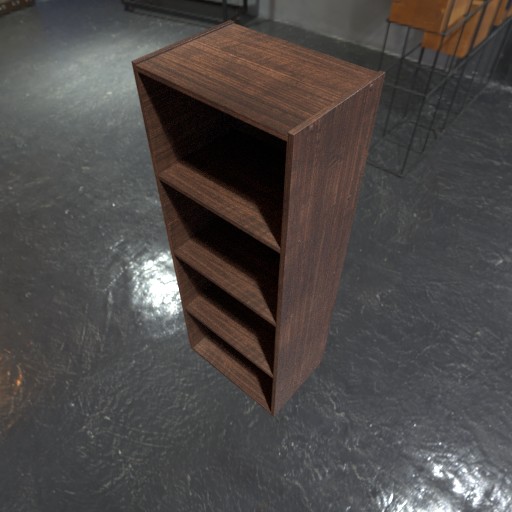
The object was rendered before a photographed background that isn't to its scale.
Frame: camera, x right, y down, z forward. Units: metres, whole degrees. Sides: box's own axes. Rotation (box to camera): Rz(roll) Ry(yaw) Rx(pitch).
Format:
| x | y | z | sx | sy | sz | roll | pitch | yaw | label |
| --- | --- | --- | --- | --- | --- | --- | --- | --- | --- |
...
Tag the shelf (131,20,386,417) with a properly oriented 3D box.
| x | y | z | sx | sy | sz | roll | pitch | yaw | label |
| --- | --- | --- | --- | --- | --- | --- | --- | --- | --- |
| 0.000 | 0.000 | 1.275 | 0.415 | 1.099 | 0.290 | 32 | 55 | 26 | shelf |
